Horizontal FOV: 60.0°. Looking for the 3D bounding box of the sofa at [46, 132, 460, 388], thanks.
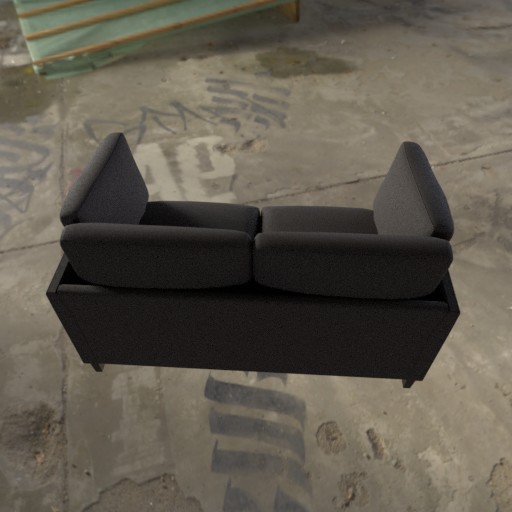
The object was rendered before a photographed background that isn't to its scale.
[{"bbox_3d":[0.000,0.000,2.298,1.751,0.920,0.969,2,47,2],"label":"sofa"}]
